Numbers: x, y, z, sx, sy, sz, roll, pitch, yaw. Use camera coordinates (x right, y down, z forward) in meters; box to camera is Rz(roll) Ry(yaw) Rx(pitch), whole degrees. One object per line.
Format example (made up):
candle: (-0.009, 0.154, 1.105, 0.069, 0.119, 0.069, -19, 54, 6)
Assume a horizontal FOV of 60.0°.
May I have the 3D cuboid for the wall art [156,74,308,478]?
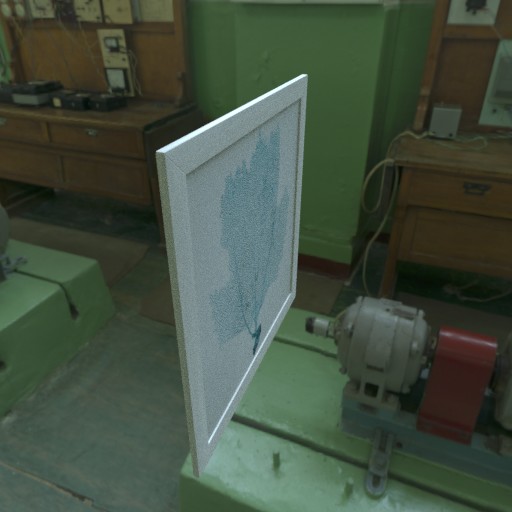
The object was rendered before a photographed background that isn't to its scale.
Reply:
wall art: (0.000, 0.000, 0.866, 0.013, 0.584, 0.584, 11, 32, 18)
